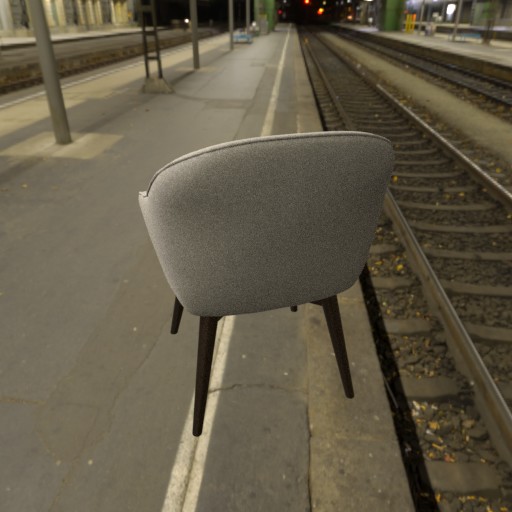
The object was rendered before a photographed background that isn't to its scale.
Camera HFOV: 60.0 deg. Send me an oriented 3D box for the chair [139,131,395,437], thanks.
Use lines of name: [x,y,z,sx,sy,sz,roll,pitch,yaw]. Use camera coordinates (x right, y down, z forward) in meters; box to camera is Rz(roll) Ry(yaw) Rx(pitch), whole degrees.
chair: [0.000,0.000,1.246,0.589,0.810,0.611,-8,30,-15]
